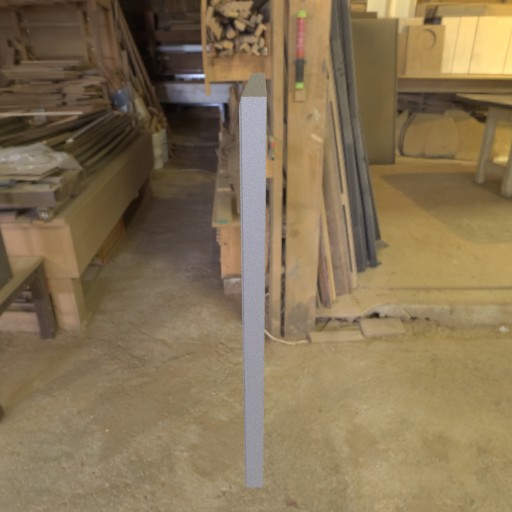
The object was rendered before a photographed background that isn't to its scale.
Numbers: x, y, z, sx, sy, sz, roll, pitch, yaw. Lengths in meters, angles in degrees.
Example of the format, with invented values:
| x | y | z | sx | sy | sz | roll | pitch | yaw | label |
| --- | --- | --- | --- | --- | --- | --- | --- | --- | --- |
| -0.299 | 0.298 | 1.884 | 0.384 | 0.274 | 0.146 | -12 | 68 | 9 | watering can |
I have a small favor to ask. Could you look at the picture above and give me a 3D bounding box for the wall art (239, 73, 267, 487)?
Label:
| x | y | z | sx | sy | sz | roll | pitch | yaw | label |
| --- | --- | --- | --- | --- | --- | --- | --- | --- | --- |
| 0.000 | 0.000 | 0.759 | 0.029 | 0.558 | 0.458 | 0 | 25 | 1 | wall art |
